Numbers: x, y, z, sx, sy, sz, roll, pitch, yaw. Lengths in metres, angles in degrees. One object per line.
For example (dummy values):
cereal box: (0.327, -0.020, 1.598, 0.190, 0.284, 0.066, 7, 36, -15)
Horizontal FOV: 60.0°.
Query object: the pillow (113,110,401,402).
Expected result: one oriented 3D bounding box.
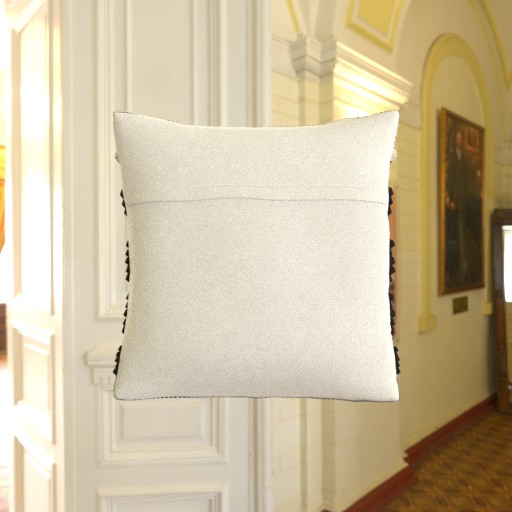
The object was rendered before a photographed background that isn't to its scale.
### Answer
pillow: (0.000, 0.000, 0.673, 0.436, 0.438, 0.156, 0, 0, 0)
